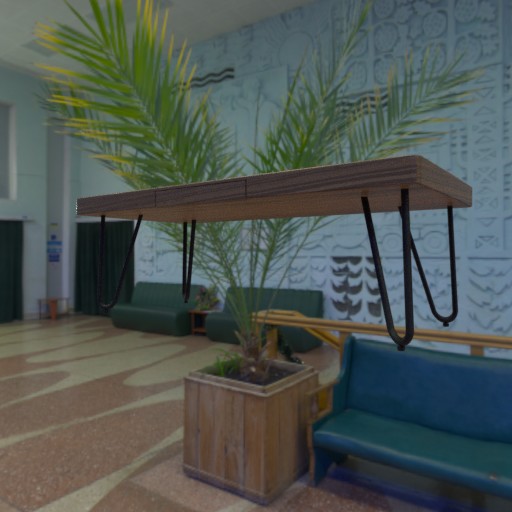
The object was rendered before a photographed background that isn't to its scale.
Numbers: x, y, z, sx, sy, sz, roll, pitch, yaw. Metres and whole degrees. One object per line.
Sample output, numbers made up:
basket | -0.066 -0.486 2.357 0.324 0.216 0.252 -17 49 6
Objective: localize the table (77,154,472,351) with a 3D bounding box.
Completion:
table | 0.000 0.000 1.660 1.375 0.468 0.637 0 0 36
